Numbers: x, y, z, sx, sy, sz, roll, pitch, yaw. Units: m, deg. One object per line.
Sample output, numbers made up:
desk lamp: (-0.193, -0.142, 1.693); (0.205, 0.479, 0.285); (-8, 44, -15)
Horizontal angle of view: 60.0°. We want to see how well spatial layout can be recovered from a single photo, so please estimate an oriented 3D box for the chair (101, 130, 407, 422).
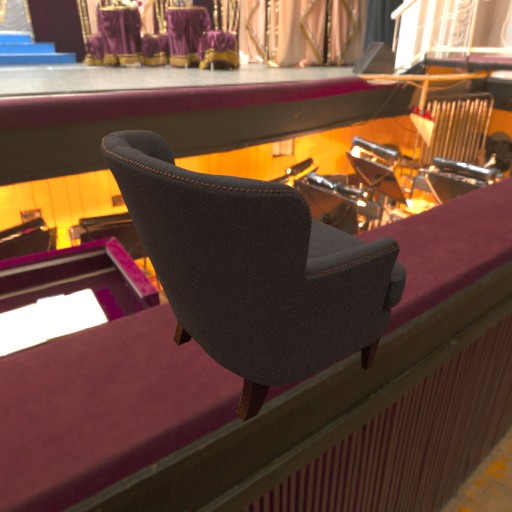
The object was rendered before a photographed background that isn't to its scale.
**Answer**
chair: (0.000, 0.000, 1.574); (0.906, 0.868, 0.848); (-17, 31, -31)
